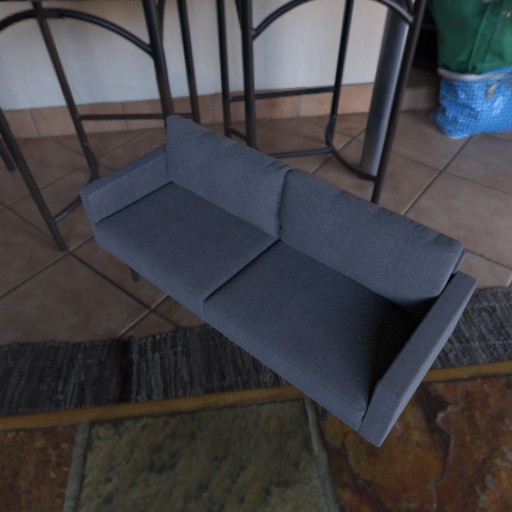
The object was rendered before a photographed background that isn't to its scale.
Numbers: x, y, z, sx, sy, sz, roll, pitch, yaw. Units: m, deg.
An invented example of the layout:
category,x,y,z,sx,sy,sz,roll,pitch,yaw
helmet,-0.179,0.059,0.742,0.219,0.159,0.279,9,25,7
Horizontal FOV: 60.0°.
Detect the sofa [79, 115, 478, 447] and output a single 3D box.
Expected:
category,x,y,z,sx,sy,sz,roll,pitch,yaw
sofa,0.000,0.000,2.509,2.100,0.880,0.880,30,52,27
